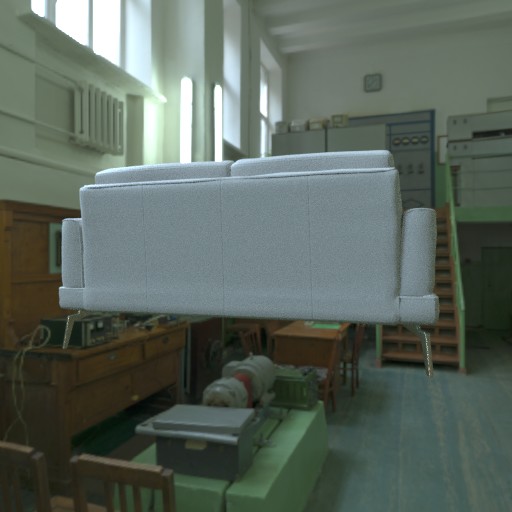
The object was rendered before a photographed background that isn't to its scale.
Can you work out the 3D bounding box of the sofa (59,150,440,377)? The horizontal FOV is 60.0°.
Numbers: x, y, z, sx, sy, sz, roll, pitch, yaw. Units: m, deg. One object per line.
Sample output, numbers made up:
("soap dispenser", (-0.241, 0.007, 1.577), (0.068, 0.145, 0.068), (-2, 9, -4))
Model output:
("sofa", (0.000, 0.000, 2.466), (1.819, 0.930, 1.121), (0, 0, 17))
